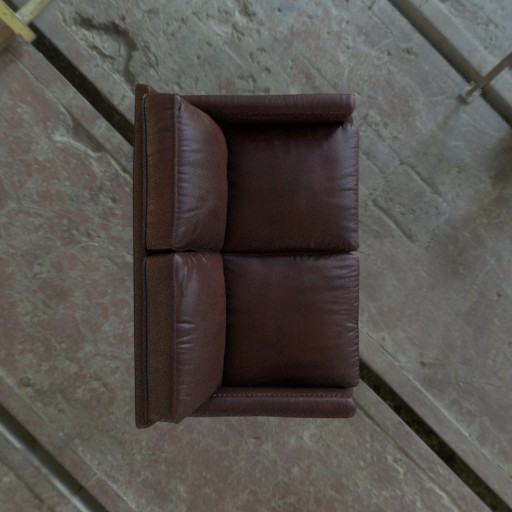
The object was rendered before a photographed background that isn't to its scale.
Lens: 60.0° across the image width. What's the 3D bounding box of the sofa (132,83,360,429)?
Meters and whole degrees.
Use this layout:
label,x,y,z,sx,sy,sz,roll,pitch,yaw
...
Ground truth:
label,x,y,z,sx,sy,sz,roll,pitch,yaw
sofa,0.000,0.000,2.279,1.083,1.003,1.628,0,90,-1
